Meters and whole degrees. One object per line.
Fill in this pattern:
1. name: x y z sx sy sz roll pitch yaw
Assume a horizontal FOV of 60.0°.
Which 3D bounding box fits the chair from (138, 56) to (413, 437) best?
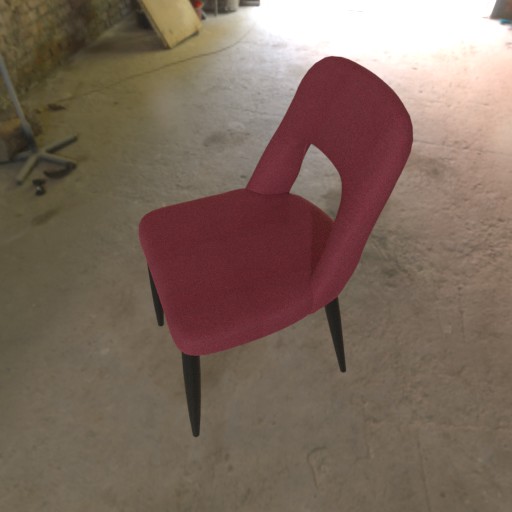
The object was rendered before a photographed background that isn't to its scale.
1. chair: 0.000 0.000 1.174 0.569 0.892 0.483 -17 49 -15
